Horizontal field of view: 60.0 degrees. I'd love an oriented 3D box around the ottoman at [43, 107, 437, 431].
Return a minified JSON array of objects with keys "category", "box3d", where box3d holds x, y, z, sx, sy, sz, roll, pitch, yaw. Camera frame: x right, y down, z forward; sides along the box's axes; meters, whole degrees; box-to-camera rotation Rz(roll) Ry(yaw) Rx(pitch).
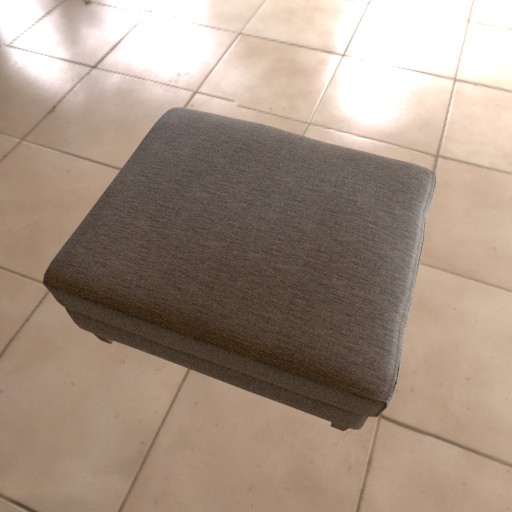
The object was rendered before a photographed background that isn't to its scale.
[{"category":"ottoman","box3d":[0.000,0.000,1.499,0.994,0.492,0.839,17,58,11]}]
